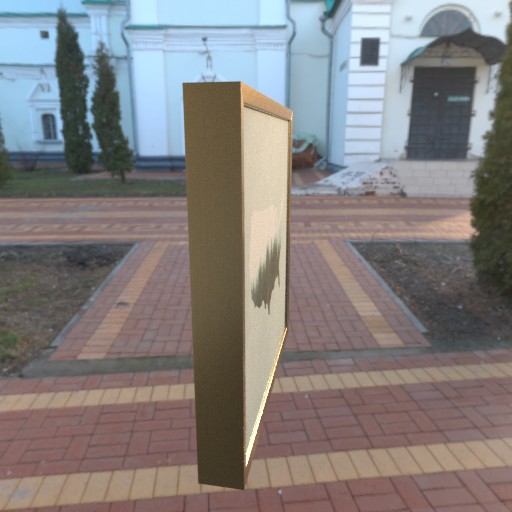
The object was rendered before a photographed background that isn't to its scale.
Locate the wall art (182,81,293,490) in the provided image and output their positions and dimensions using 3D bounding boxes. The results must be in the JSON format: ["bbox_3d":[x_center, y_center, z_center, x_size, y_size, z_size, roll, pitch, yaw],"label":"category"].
[{"bbox_3d":[0.000,0.000,0.461,0.038,0.304,0.304,3,15,10],"label":"wall art"}]
